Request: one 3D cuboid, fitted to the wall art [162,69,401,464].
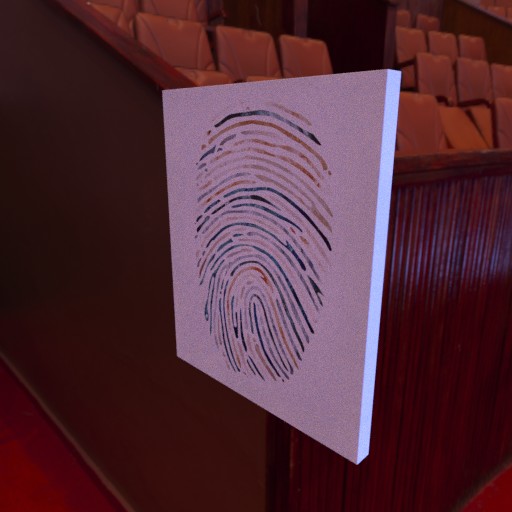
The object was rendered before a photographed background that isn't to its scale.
[{"bbox_3d":[0.000,0.000,0.830,0.508,0.606,0.037,16,23,43],"label":"wall art"}]
